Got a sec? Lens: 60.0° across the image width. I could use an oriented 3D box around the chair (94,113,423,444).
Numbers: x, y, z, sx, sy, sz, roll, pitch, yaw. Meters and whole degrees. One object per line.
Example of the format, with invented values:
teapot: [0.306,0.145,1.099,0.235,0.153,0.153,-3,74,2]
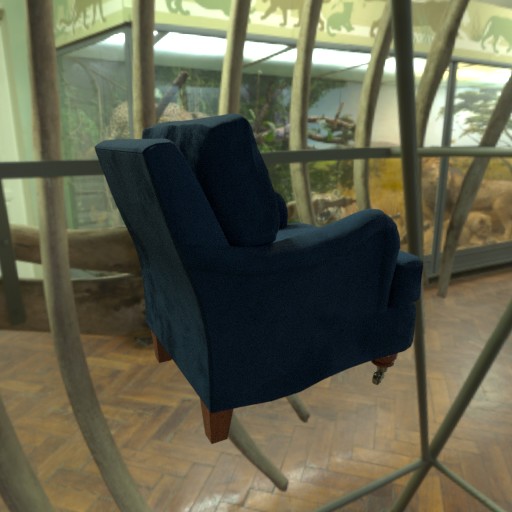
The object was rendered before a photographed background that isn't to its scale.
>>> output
chair: [0.000,0.000,1.828,1.078,1.076,0.895,-8,16,-27]
